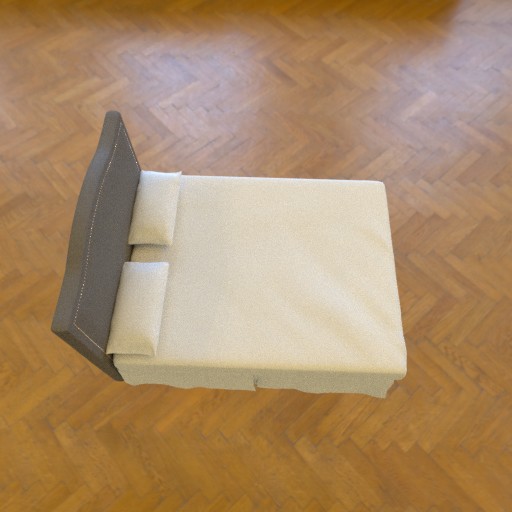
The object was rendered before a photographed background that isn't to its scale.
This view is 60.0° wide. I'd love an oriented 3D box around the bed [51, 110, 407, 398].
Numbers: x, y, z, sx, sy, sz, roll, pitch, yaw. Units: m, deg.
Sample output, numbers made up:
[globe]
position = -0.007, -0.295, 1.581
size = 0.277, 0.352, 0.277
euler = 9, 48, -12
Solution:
[bed]
position = 0.000, 0.000, 3.437
size = 2.282, 1.436, 1.821
euler = 2, 63, 1
